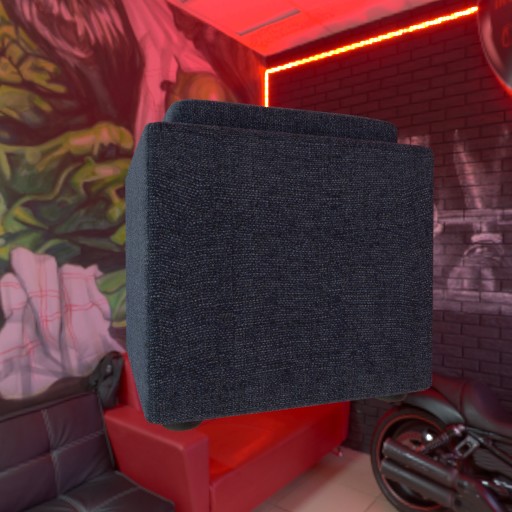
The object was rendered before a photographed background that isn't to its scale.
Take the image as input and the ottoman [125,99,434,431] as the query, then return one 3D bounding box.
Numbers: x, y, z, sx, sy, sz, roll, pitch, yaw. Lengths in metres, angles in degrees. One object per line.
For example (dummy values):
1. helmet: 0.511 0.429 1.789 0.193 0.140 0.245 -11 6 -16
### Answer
1. ottoman: 0.000 0.000 0.833 0.450 0.460 0.450 0 1 -19
